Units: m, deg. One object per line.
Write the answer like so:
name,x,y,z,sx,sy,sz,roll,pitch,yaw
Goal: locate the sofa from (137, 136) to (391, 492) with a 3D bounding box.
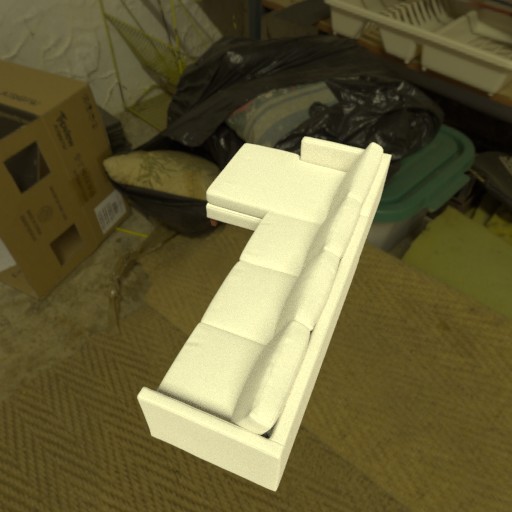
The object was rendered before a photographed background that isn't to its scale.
sofa,0.000,0.000,3.809,1.625,0.846,3.186,17,49,16
